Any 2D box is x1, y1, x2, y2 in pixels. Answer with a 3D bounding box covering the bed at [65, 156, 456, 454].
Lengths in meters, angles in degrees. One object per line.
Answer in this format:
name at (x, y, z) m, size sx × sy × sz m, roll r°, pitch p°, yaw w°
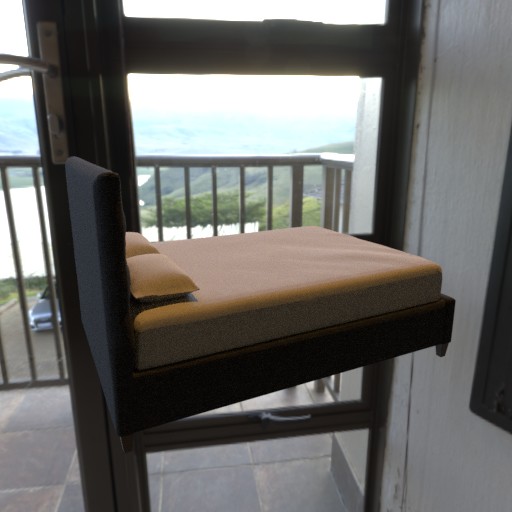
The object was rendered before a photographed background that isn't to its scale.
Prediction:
bed at (0.000, 0.000, 3.298) m, size 2.387 × 1.427 × 1.698 m, roll -7°, pitch 17°, yaw -26°
